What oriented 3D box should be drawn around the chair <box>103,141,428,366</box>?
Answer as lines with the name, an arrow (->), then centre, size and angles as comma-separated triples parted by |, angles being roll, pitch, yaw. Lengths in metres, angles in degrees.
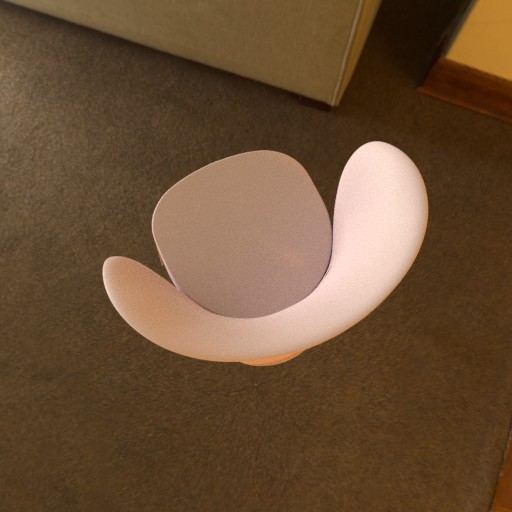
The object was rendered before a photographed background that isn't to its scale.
chair -> 0.000, 0.000, 0.836 | 0.451, 0.554, 0.402 | -25, 75, -7
